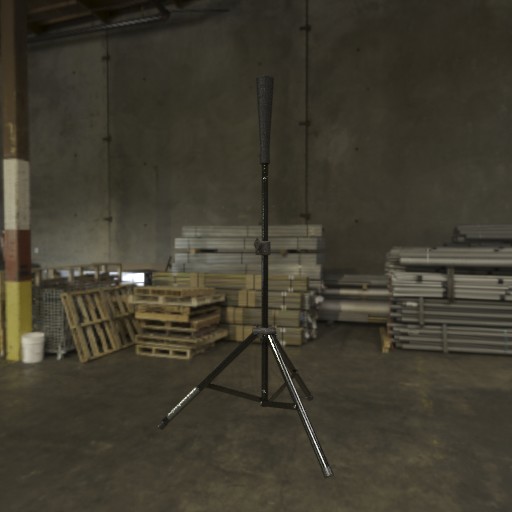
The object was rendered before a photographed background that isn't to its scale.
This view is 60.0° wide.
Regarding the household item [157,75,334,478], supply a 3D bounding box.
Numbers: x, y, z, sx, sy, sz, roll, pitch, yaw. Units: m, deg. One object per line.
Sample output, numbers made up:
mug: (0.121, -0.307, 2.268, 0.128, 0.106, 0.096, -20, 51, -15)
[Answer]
household item: (0.000, 0.000, 1.394, 0.559, 1.067, 0.559, 0, 1, 17)
